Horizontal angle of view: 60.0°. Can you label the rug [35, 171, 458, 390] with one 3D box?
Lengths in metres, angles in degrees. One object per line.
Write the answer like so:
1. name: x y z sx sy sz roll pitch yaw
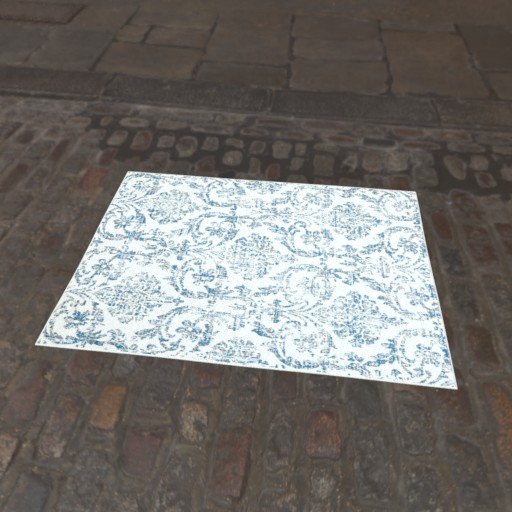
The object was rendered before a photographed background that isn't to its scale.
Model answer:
1. rug: 0.000 0.000 2.827 2.197 0.014 1.586 5 46 5
